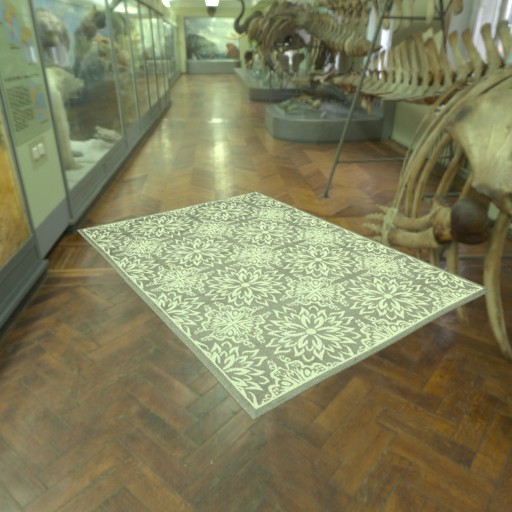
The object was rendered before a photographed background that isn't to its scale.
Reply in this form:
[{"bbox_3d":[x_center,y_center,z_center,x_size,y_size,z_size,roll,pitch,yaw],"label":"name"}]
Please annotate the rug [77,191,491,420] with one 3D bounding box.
[{"bbox_3d":[0.000,0.000,2.830,1.608,0.014,2.213,-17,31,-32],"label":"rug"}]
